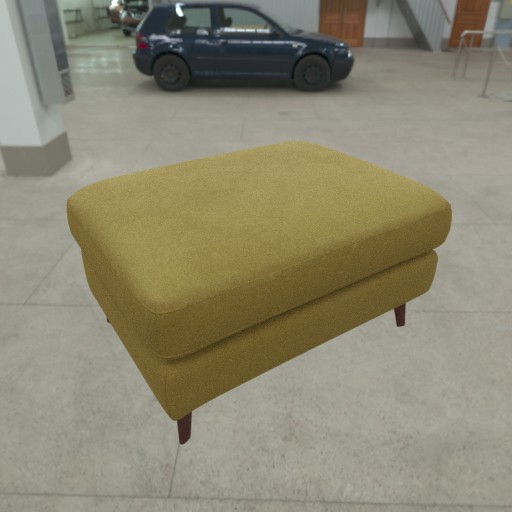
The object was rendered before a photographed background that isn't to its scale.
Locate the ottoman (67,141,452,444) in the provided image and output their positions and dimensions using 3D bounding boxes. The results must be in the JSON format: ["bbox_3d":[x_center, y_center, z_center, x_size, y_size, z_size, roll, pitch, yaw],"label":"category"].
[{"bbox_3d":[0.000,0.000,1.174,0.811,0.449,0.608,-19,36,-29],"label":"ottoman"}]
